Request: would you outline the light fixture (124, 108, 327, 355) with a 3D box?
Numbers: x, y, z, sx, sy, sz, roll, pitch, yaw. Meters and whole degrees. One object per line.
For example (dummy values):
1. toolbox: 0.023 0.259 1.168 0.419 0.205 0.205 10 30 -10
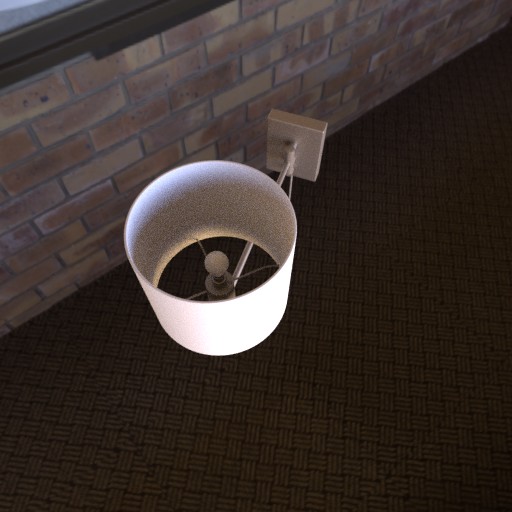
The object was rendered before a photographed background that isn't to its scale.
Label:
1. light fixture: 0.000 0.000 0.879 0.203 0.651 0.516 17 61 10
